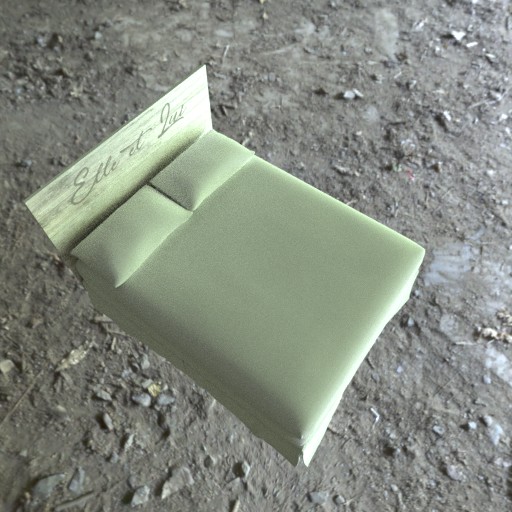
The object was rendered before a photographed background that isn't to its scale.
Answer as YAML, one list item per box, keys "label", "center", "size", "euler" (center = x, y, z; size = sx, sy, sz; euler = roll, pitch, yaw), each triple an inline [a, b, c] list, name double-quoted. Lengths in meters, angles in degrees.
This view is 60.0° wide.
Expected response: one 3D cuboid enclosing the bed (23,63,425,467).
- label: "bed"
  center: [0.000, 0.000, 3.137]
  size: [2.094, 1.335, 1.745]
  euler: [32, 63, 18]
